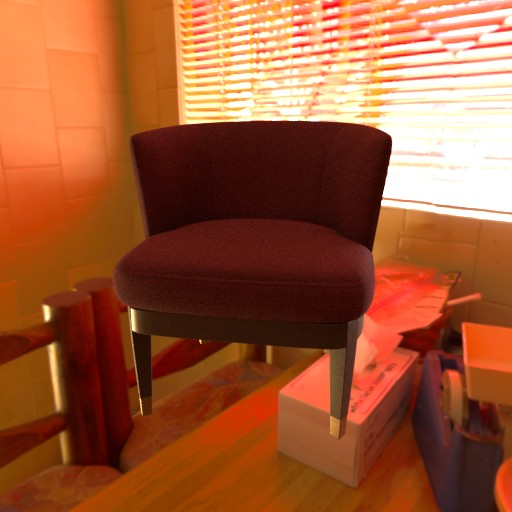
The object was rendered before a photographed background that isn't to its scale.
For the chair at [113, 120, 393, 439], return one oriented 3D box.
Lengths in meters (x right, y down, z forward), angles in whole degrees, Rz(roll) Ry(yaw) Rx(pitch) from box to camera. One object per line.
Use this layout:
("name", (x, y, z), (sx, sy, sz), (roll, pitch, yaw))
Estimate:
("chair", (0.000, 0.000, 1.269), (0.700, 0.760, 0.660), (3, 16, 10))
